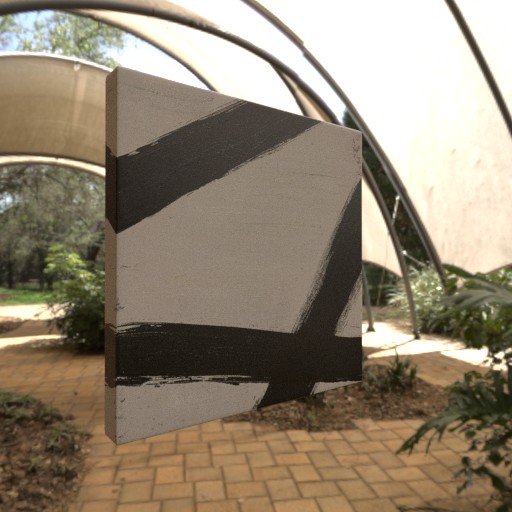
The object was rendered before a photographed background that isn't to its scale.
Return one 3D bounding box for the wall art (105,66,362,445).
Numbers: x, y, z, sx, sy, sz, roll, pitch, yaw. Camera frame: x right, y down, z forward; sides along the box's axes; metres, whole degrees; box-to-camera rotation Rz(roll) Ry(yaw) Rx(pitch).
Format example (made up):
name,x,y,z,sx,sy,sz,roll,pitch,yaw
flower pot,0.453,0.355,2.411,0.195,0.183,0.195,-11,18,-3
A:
name,x,y,z,sx,sy,sz,roll,pitch,yaw
wall art,0.000,0.000,0.763,0.507,0.508,0.050,0,-1,-38
